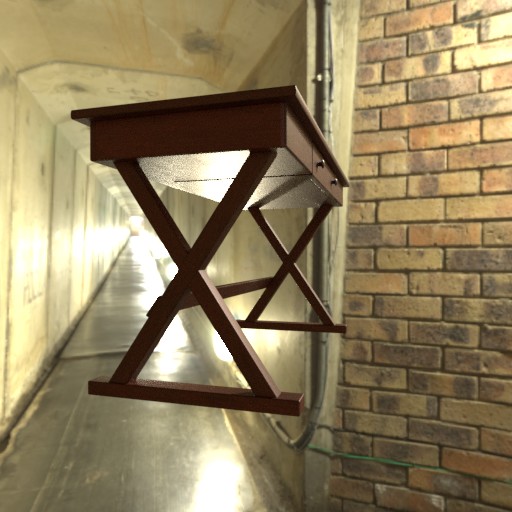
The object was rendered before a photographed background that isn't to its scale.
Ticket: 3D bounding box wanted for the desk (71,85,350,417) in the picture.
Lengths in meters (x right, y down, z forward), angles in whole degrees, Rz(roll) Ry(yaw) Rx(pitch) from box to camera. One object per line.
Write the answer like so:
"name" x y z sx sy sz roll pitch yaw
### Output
"desk" 0.000 0.000 1.727 0.600 0.761 1.372 0 0 17
